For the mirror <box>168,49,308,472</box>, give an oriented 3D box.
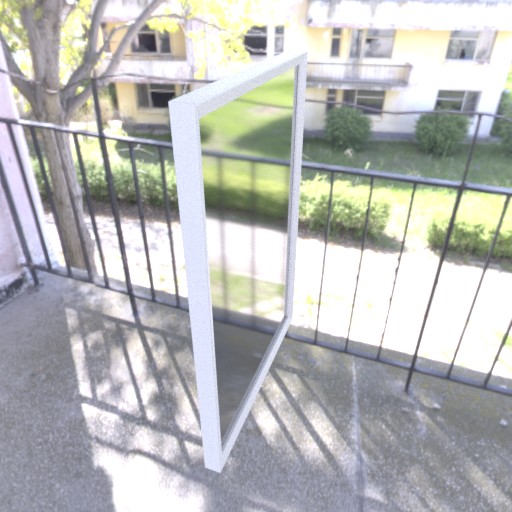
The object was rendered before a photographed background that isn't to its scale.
[{"bbox_3d":[0.000,0.000,0.900,0.039,0.710,0.507,11,33,17],"label":"mirror"}]
